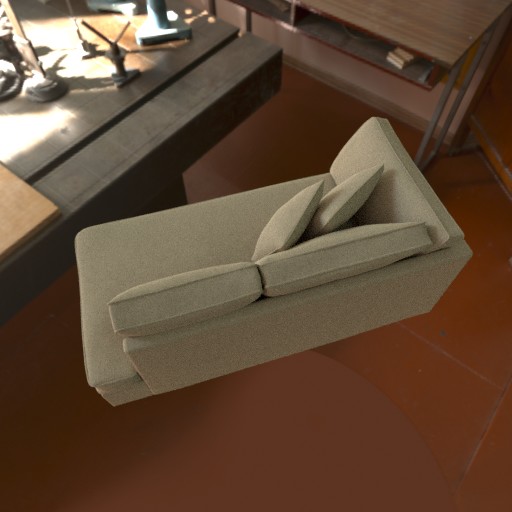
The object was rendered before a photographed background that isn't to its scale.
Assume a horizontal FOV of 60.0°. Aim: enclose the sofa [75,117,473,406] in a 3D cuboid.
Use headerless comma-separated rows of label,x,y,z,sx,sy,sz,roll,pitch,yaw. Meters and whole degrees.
sofa,0.000,0.000,2.835,2.237,1.033,1.110,-15,59,-9
